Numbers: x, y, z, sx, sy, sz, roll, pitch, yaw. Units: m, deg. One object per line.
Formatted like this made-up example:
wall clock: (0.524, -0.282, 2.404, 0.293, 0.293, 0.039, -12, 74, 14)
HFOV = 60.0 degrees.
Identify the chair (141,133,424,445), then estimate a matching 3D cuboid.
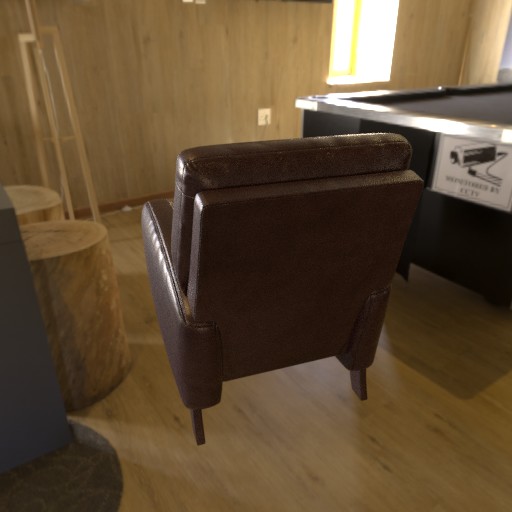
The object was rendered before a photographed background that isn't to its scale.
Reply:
chair: (0.000, 0.000, 1.657, 0.762, 0.990, 0.990, -9, 27, -17)
